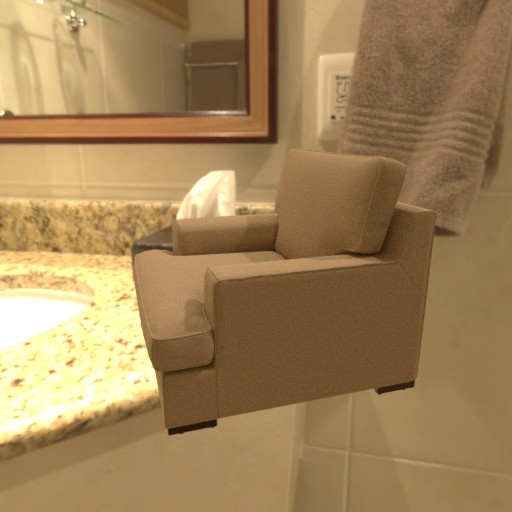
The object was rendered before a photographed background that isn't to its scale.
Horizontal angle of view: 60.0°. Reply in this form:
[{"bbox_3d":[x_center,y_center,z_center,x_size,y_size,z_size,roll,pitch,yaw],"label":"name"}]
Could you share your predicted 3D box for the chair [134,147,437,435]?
[{"bbox_3d":[0.000,0.000,2.190,1.274,1.005,1.293,-7,17,-24],"label":"chair"}]
